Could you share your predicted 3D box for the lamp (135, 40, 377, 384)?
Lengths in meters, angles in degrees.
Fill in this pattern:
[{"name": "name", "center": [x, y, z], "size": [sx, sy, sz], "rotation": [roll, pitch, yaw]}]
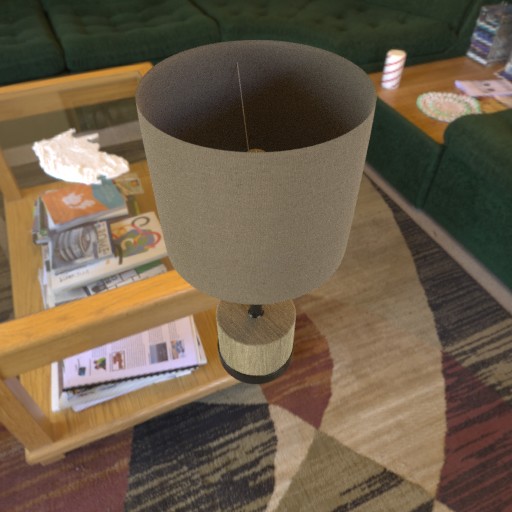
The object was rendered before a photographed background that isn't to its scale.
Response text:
[{"name": "lamp", "center": [0.000, 0.000, 0.593], "size": [0.229, 0.470, 0.229], "rotation": [-32, 54, -27]}]
